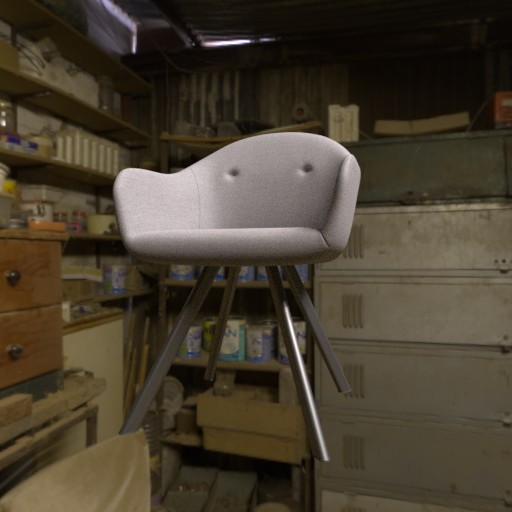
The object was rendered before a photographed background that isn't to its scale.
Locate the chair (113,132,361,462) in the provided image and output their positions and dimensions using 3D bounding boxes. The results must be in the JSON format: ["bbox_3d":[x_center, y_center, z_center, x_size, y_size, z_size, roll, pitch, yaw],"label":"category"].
[{"bbox_3d":[0.000,0.000,1.174,0.540,0.780,0.570,0,0,17],"label":"chair"}]
